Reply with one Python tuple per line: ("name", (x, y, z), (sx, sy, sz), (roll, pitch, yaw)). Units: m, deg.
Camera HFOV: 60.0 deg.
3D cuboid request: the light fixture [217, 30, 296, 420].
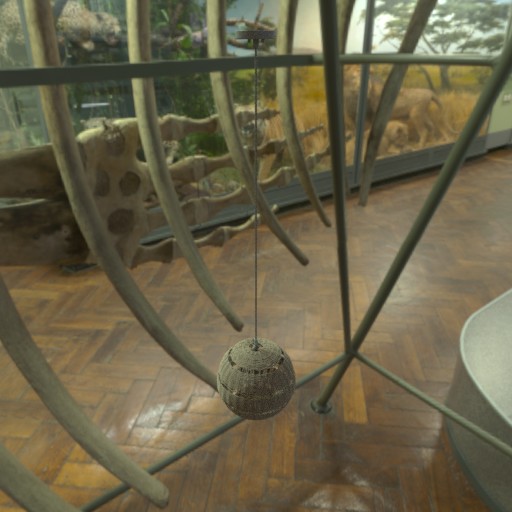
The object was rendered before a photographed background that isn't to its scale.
("light fixture", (0.000, 0.000, 2.230), (0.457, 2.019, 0.457), (-18, 31, -33))
